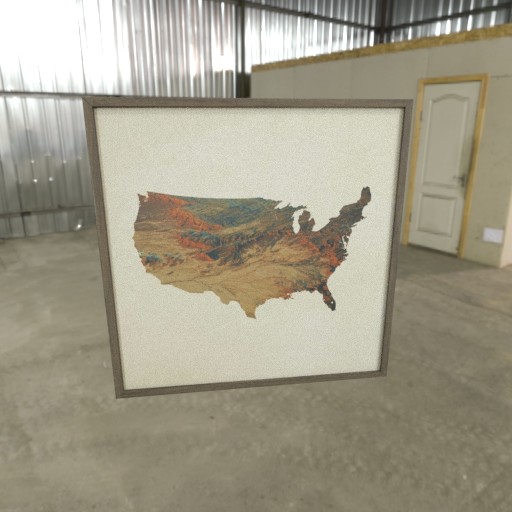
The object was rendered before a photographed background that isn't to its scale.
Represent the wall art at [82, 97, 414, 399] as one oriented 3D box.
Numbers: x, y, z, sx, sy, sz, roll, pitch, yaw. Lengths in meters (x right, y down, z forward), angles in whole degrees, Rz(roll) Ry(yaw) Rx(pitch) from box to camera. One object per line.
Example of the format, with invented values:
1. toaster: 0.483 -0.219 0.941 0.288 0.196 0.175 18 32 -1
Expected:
1. wall art: 0.000 0.000 0.756 0.508 0.507 0.016 -2 18 -8
